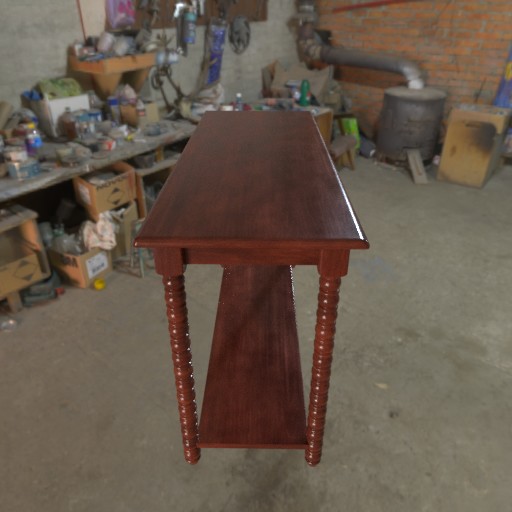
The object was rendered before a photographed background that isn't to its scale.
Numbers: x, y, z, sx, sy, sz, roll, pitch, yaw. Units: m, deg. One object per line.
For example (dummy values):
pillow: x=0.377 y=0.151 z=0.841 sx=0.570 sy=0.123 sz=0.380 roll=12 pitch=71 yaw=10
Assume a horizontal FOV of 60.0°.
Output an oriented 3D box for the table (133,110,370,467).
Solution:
table: x=0.000 y=0.000 z=1.537 sx=0.459 sy=0.740 sz=1.184 roll=0 pitch=30 yaw=1
